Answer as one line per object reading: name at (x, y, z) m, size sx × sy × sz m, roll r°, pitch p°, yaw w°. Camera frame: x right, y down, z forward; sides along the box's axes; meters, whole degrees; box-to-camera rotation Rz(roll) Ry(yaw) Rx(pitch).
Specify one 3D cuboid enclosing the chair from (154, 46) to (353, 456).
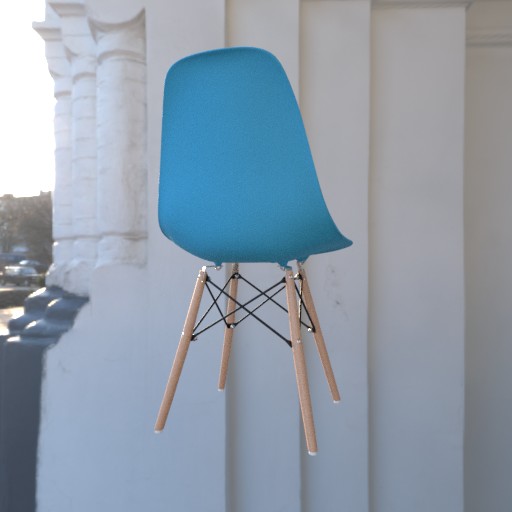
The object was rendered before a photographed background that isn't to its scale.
chair at (0.000, 0.000, 1.139) m, size 0.470 × 0.826 × 0.531 m, roll 0°, pitch -1°, yaw 19°
